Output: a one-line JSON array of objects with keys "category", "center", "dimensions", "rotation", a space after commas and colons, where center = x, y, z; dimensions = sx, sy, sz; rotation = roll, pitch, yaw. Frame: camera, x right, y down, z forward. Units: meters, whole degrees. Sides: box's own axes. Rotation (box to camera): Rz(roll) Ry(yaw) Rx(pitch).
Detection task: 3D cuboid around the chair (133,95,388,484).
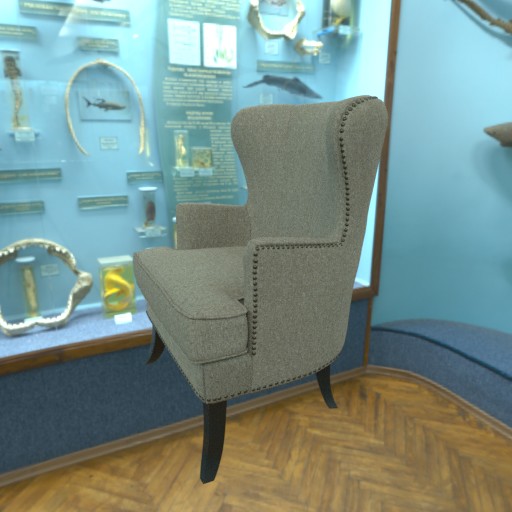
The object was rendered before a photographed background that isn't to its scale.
[{"category": "chair", "center": [0.000, 0.000, 1.581], "dimensions": [0.758, 1.060, 0.759], "rotation": [-8, 18, -25]}]
